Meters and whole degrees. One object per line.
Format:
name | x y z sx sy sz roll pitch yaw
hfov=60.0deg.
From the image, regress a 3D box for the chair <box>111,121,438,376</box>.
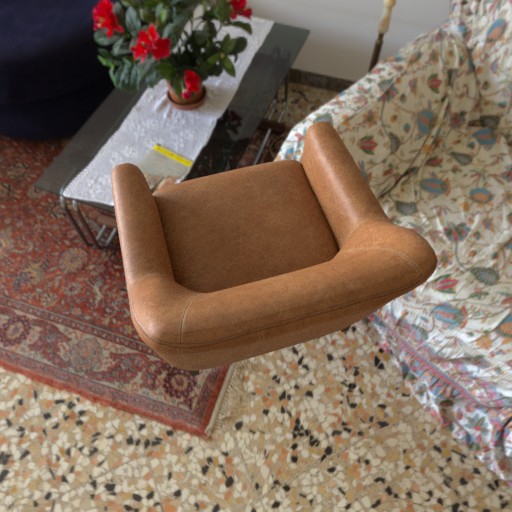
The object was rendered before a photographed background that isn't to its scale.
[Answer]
chair | 0.000 0.000 1.876 1.037 0.980 1.034 -14 59 -9
